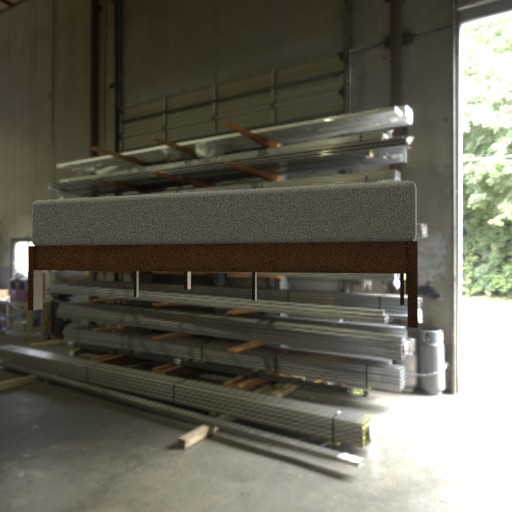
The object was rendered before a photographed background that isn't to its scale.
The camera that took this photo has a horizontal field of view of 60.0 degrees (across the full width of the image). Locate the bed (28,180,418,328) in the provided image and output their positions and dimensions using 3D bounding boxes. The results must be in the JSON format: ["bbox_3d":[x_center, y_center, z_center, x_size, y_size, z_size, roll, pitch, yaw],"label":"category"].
[{"bbox_3d":[0.000,0.000,3.068,2.049,0.616,1.930,0,-1,18],"label":"bed"}]
